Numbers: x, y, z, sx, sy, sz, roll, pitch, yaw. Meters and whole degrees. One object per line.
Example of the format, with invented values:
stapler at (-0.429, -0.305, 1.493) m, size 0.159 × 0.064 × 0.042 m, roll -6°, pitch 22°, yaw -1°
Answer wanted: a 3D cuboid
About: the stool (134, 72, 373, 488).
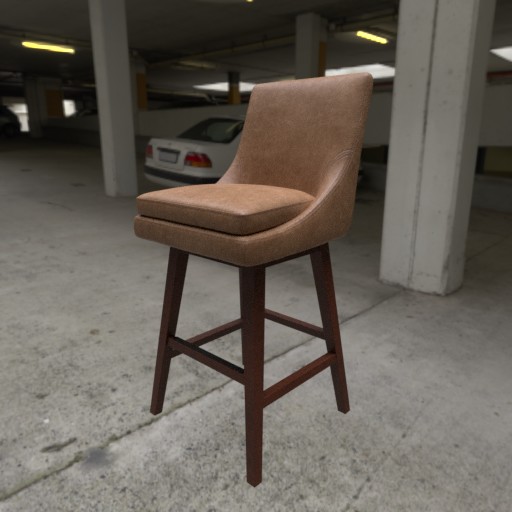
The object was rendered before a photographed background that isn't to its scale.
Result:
stool at (0.000, 0.000, 1.379) m, size 0.487 × 1.079 × 0.572 m, roll 14°, pitch 20°, yaw 41°
